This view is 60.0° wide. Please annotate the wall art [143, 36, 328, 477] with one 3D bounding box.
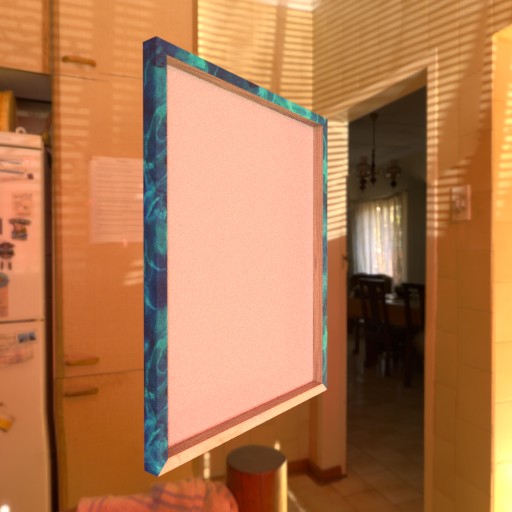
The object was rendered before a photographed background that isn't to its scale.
[{"bbox_3d":[0.000,0.000,1.016,0.038,0.760,0.609,1,1,38],"label":"wall art"}]
